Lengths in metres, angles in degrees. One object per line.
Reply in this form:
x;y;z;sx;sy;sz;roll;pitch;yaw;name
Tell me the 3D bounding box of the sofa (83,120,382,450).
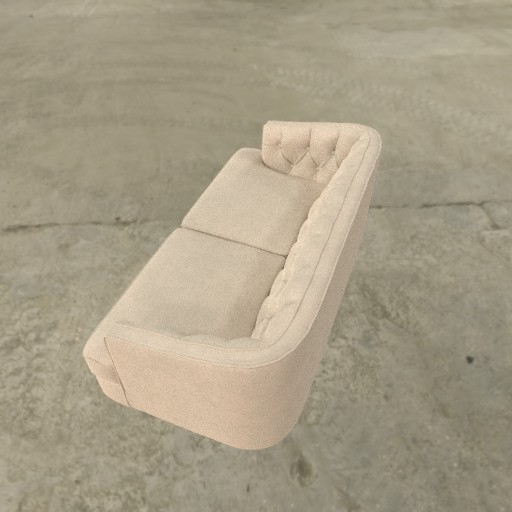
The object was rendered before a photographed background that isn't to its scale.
0.000;0.000;2.316;0.940;0.878;1.731;16;48;15;sofa
